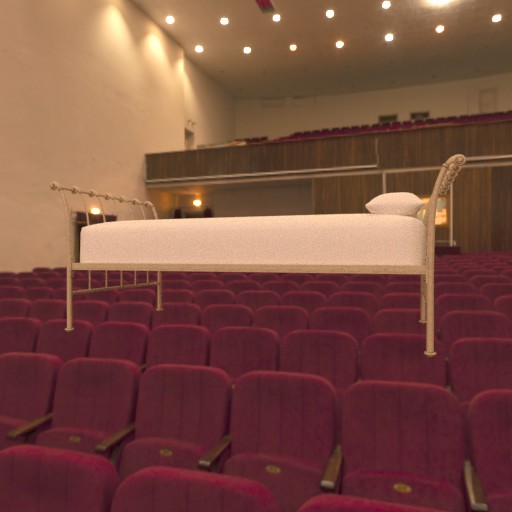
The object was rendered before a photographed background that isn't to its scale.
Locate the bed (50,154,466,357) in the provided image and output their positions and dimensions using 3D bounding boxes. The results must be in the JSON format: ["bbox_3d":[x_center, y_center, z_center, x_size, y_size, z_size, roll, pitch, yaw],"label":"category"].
[{"bbox_3d":[0.000,0.000,2.713,2.228,0.873,1.032,0,0,19],"label":"bed"}]
